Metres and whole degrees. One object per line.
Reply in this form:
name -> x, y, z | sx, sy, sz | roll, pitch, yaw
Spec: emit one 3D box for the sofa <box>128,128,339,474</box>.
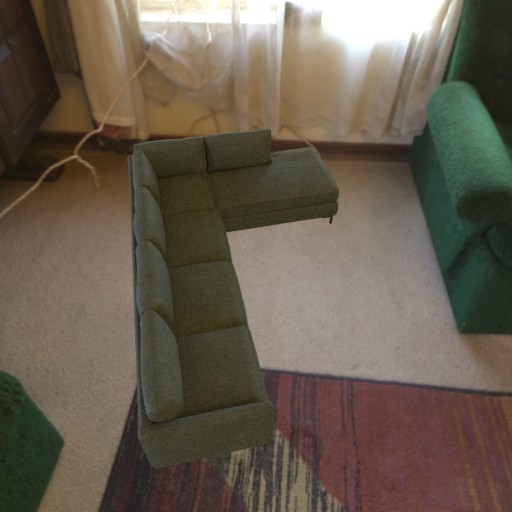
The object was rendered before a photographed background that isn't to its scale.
sofa -> 0.000, 0.000, 3.760 | 2.007, 0.815, 2.949 | -9, 47, -9
